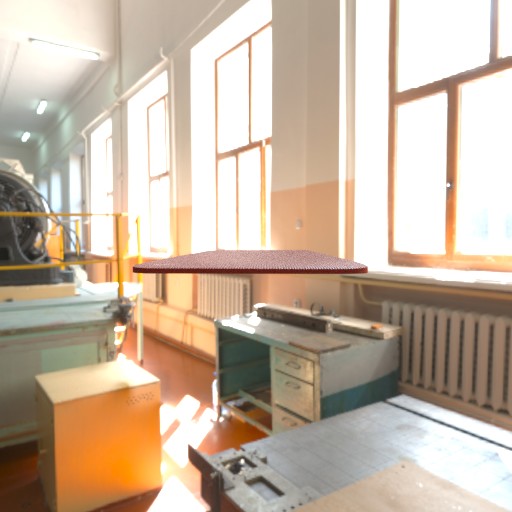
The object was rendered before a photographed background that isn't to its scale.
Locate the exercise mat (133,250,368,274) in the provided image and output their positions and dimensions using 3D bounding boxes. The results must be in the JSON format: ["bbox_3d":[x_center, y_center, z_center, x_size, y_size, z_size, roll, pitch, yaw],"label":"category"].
[{"bbox_3d":[0.000,0.000,2.032,0.616,0.021,1.869,0,2,1],"label":"exercise mat"}]
